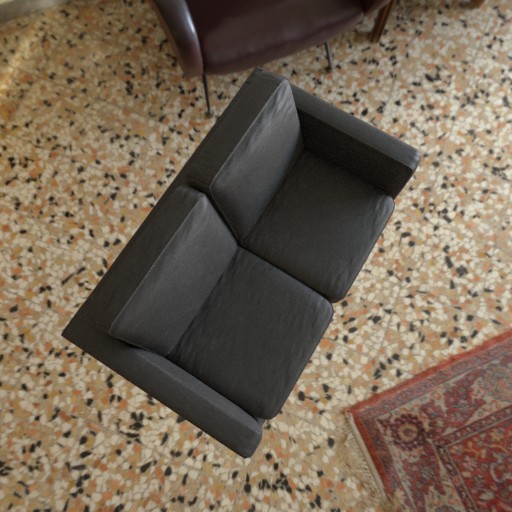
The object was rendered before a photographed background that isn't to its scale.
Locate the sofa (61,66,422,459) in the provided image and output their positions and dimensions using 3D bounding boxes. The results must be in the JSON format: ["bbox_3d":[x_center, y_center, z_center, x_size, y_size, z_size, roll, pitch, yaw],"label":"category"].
[{"bbox_3d":[0.000,0.000,2.011,0.879,0.899,1.430,31,76,8],"label":"sofa"}]
